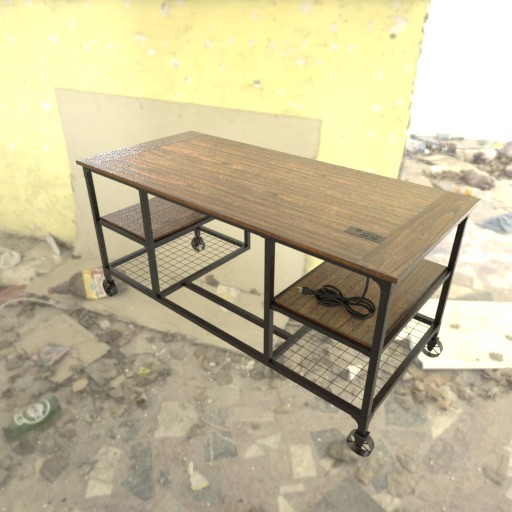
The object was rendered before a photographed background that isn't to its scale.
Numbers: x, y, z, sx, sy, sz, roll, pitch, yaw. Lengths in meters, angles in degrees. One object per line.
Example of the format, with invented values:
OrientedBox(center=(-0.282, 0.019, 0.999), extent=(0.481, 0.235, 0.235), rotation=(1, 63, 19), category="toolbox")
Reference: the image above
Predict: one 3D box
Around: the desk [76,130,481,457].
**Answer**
OrientedBox(center=(0.000, 0.000, 2.012), extent=(1.590, 0.751, 0.711), rotation=(23, 37, 34), category="desk")
